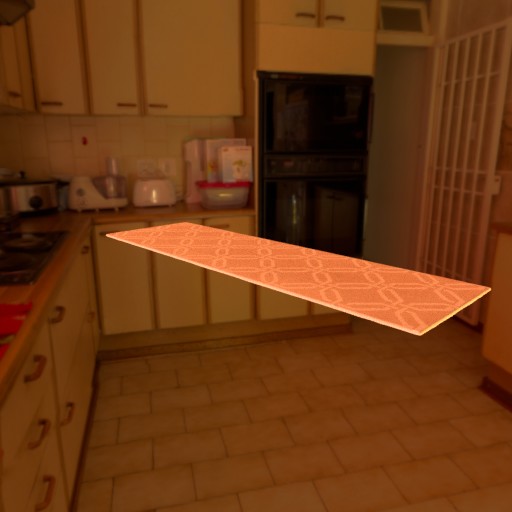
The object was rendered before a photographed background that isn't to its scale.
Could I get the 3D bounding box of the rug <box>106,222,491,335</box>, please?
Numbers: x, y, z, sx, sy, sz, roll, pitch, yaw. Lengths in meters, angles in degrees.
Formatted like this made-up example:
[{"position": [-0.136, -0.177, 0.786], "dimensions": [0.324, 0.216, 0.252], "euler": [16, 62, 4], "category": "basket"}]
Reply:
[{"position": [0.000, 0.000, 2.509], "dimensions": [0.678, 0.014, 2.276], "euler": [-14, 20, -43], "category": "rug"}]
